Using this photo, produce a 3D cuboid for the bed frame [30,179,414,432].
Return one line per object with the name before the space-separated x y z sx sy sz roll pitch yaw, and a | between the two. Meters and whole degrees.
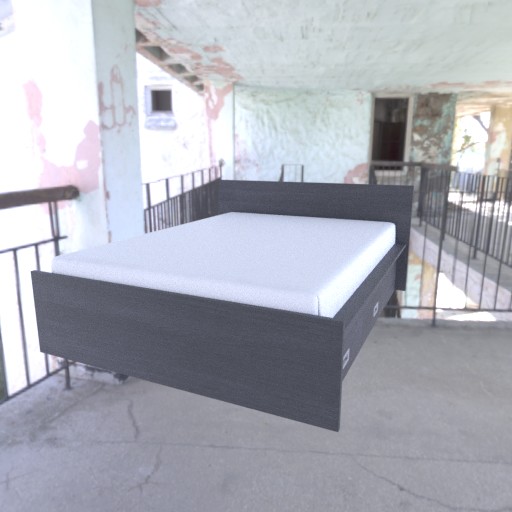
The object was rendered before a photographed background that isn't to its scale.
bed frame | 0.000 0.000 2.799 1.622 0.800 1.960 6 15 25
